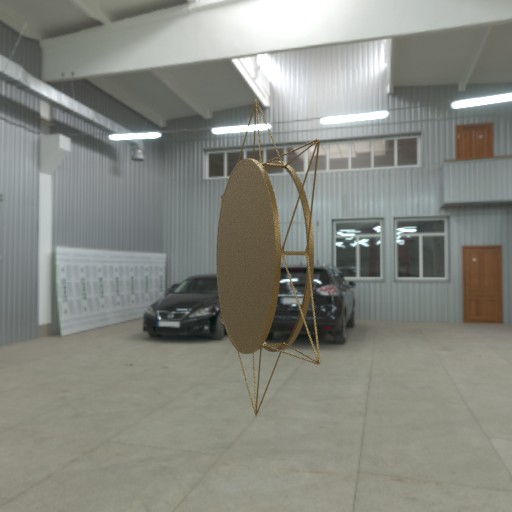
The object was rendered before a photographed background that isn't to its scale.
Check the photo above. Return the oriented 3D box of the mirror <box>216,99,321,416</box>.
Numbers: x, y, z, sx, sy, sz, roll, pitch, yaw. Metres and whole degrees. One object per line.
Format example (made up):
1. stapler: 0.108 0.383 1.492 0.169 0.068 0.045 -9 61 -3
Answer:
1. mirror: 0.000 0.000 0.811 0.062 0.581 0.498 1 -2 -19
